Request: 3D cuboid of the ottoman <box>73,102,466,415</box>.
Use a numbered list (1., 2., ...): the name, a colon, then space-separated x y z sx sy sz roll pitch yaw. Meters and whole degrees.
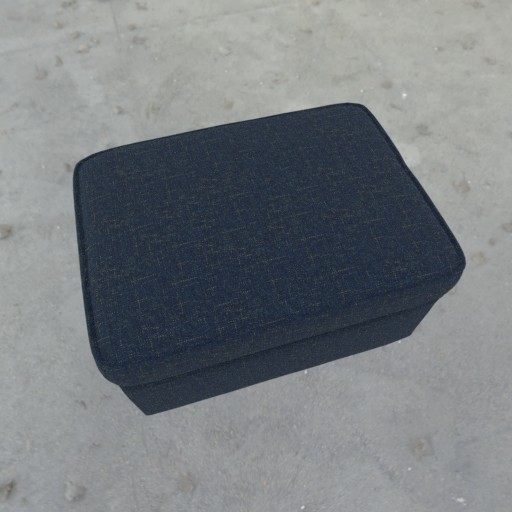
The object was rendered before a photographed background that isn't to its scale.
1. ottoman: 0.000 0.000 1.095 0.749 0.450 0.549 -14 59 -9
